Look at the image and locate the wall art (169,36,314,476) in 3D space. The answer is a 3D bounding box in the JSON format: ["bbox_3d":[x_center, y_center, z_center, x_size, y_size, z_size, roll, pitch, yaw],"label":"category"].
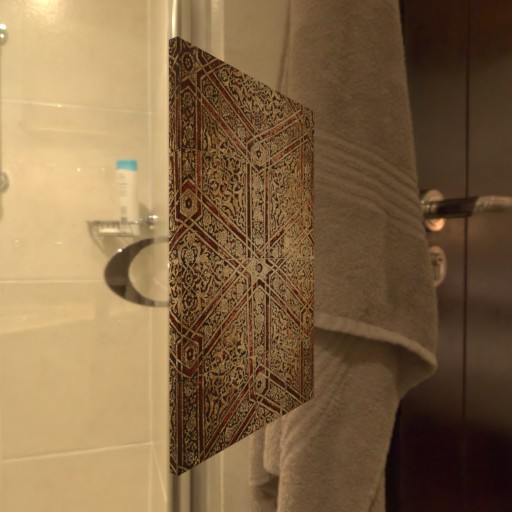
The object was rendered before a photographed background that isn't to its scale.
[{"bbox_3d":[0.000,0.000,0.771,0.020,0.599,0.397,0,1,35],"label":"wall art"}]
